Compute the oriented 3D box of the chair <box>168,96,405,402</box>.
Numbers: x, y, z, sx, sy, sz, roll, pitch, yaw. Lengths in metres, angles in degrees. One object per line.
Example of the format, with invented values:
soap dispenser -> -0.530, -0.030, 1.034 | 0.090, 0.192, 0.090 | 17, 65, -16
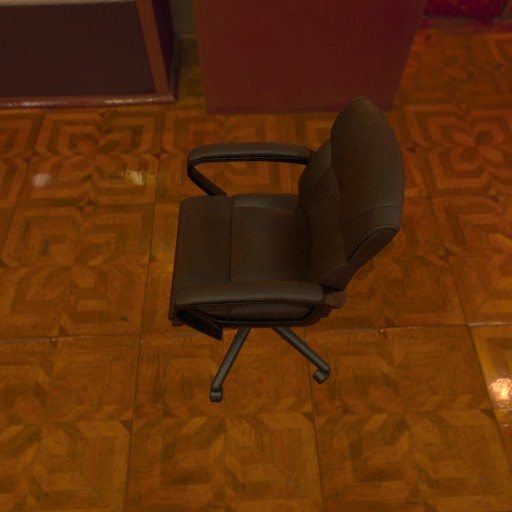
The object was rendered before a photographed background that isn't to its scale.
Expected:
chair -> 0.000, 0.000, 1.494 | 0.717, 1.004, 0.739 | 0, 58, 0
